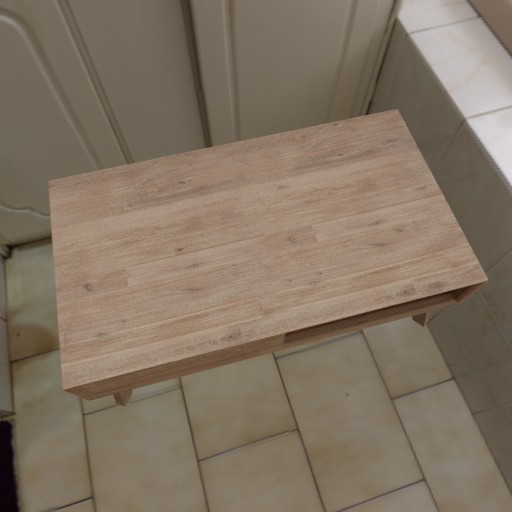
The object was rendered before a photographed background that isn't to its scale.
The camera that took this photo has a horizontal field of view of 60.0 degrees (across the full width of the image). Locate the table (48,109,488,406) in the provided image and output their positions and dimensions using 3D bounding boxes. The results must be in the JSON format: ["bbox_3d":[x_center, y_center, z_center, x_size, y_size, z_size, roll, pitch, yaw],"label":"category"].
[{"bbox_3d":[0.000,0.000,2.050,1.619,0.531,0.918,-13,65,-6],"label":"table"}]
